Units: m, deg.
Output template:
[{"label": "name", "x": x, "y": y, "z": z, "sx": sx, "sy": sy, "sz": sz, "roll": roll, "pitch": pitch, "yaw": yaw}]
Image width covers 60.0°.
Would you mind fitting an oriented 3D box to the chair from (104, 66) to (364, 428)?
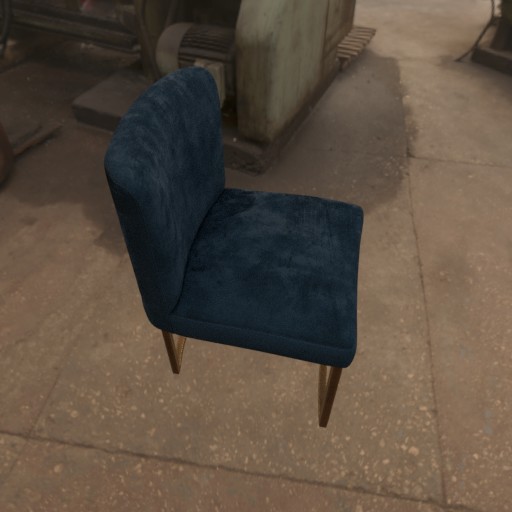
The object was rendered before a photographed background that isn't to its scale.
[{"label": "chair", "x": 0.000, "y": 0.000, "z": 1.189, "sx": 0.560, "sy": 0.824, "sz": 0.530, "roll": 8, "pitch": 47, "yaw": 8}]
